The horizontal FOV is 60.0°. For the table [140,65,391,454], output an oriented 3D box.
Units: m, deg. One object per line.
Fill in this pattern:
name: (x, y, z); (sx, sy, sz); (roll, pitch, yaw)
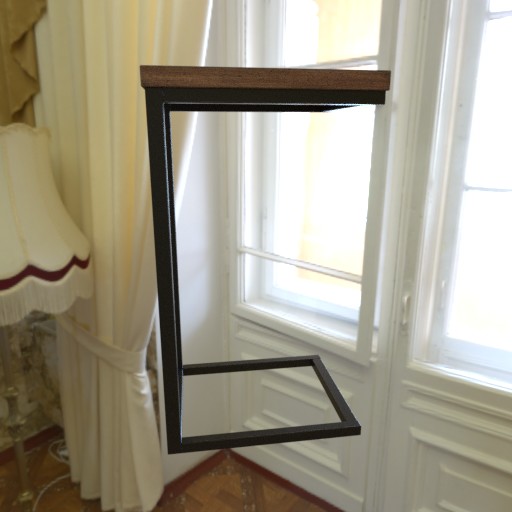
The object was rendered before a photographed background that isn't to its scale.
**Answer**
table: (0.000, 0.000, 0.964); (0.414, 0.718, 0.323); (-2, 16, -8)
